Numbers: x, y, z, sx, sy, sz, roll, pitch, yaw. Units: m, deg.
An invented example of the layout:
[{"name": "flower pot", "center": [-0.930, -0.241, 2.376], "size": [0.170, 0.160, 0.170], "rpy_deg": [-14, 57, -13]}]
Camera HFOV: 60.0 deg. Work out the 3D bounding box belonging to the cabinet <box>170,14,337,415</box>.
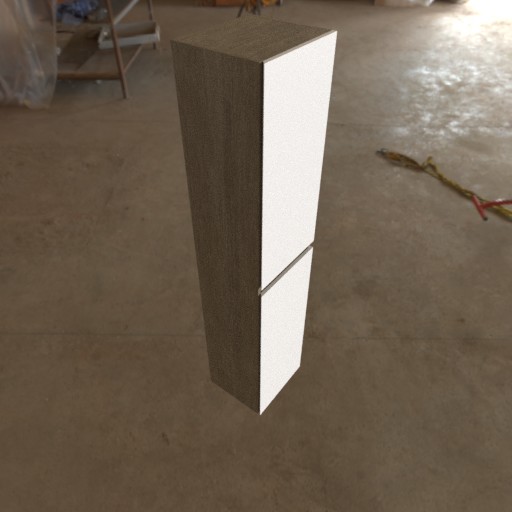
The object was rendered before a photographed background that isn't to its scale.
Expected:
[{"name": "cabinet", "center": [0.000, 0.000, 1.516], "size": [0.270, 1.400, 0.300], "rpy_deg": [27, 48, 27]}]
